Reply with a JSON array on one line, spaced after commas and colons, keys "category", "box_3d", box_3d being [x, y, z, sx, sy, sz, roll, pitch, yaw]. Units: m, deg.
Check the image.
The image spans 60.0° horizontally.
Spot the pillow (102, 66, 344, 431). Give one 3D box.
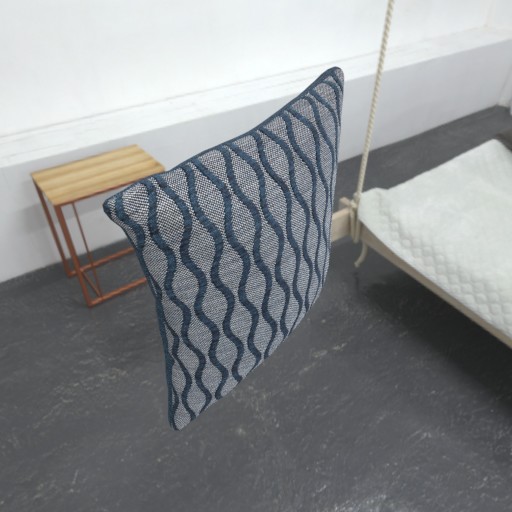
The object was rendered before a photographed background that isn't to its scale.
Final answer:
[{"category": "pillow", "box_3d": [0.000, 0.000, 0.662, 0.159, 0.435, 0.435, 25, 47, 26]}]
